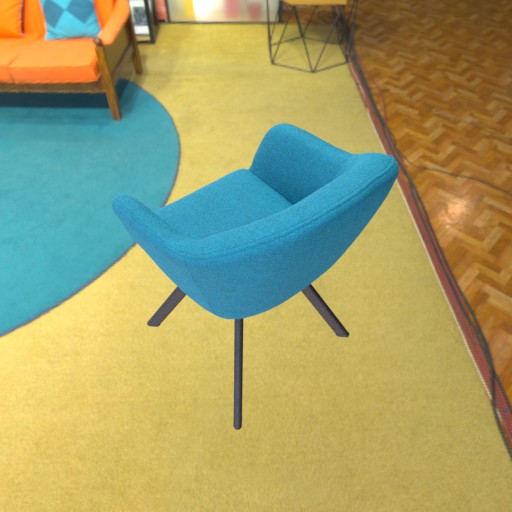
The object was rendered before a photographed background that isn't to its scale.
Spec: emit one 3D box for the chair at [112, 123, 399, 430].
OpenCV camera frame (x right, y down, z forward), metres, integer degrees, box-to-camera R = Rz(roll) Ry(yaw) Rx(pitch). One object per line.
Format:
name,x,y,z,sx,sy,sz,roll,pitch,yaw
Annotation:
chair,0.000,0.000,1.171,0.545,0.775,0.565,-33,55,-27
